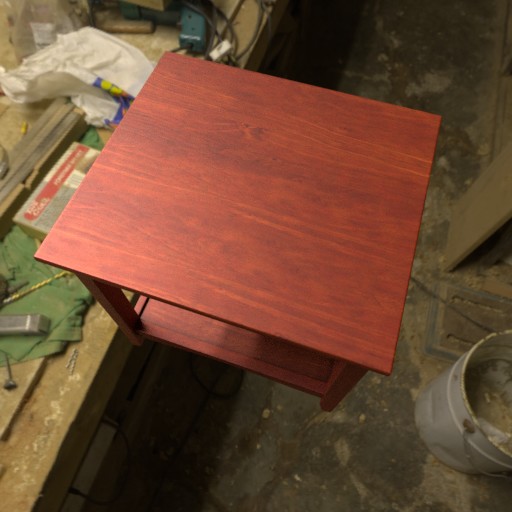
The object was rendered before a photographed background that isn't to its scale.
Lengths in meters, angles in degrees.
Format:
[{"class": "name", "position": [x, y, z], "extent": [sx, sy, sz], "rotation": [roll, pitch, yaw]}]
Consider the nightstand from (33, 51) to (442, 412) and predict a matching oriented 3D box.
[{"class": "nightstand", "position": [0.000, 0.000, 0.998], "extent": [0.558, 0.558, 0.501], "rotation": [17, 64, 9]}]
